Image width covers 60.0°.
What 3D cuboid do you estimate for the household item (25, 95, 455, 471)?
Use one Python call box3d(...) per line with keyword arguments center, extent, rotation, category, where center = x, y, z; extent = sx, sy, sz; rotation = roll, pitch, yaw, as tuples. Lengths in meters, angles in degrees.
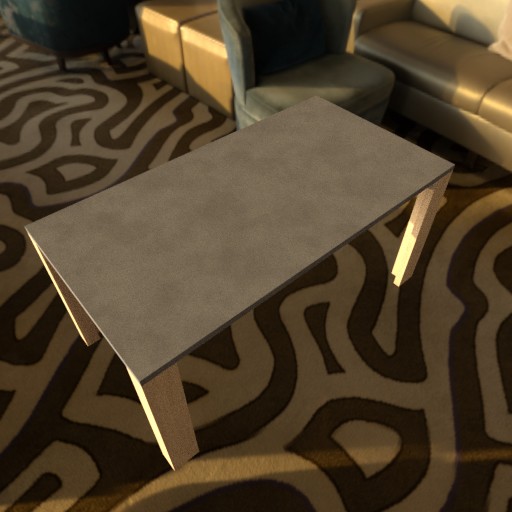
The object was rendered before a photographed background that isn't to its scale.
box3d(center=(0.000, 0.000, 2.103), extent=(1.600, 0.755, 0.850), rotation=(-32, 54, -27), category="household item")
